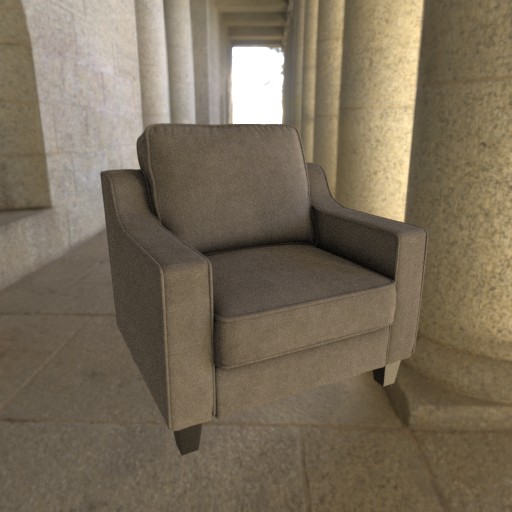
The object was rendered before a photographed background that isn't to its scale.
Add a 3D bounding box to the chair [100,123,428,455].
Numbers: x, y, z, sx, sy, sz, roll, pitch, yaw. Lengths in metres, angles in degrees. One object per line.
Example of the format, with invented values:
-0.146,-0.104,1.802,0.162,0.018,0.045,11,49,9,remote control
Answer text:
0.000,0.000,1.639,0.926,0.944,0.840,-8,18,-26,chair
